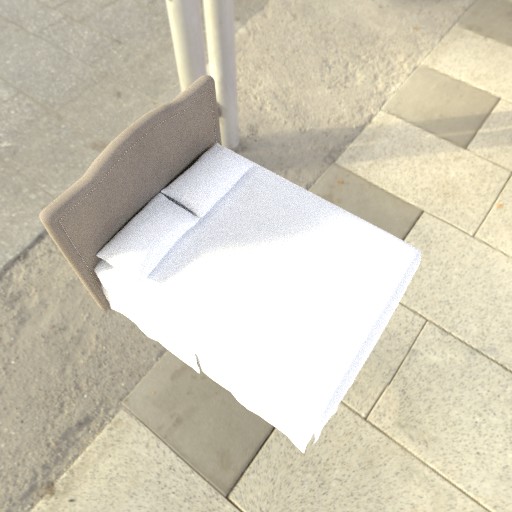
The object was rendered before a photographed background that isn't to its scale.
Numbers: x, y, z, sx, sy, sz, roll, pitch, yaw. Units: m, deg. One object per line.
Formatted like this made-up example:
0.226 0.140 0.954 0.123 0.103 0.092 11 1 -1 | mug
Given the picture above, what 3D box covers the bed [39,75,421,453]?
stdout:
0.000 0.000 3.317 2.128 1.441 1.744 31 64 17 | bed
